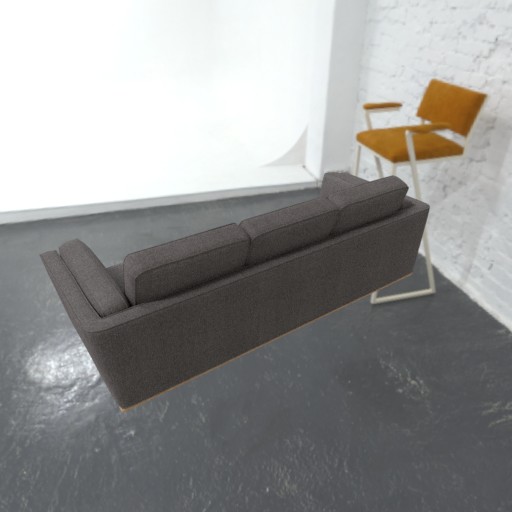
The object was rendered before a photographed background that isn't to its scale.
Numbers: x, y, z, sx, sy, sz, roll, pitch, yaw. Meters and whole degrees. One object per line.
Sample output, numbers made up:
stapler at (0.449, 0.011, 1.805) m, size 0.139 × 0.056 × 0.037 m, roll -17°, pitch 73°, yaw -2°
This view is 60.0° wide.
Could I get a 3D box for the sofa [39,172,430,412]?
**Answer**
sofa at (0.000, 0.000, 2.859) m, size 2.362 × 0.899 × 0.903 m, roll -19°, pitch 35°, yaw -30°
